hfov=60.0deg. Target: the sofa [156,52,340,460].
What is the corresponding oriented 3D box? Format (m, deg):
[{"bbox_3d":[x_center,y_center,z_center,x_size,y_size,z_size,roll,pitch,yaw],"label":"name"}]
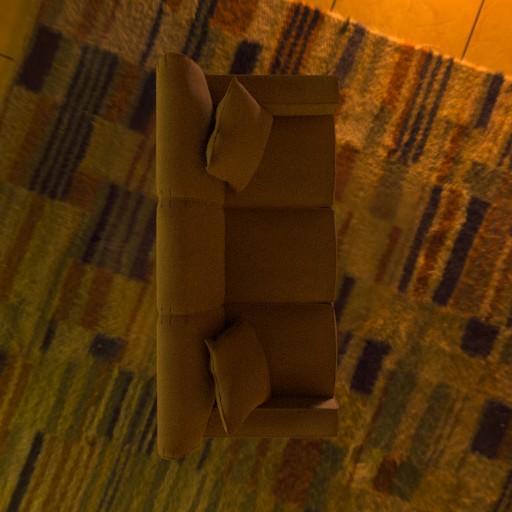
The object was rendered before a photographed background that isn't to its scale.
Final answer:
[{"bbox_3d":[0.000,0.000,2.605,0.997,0.958,2.024,0,91,0],"label":"sofa"}]
